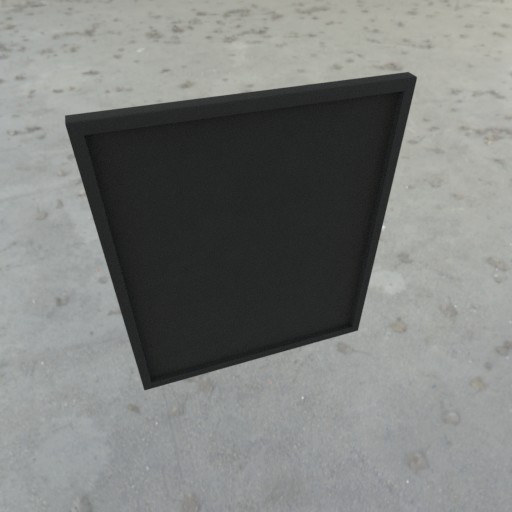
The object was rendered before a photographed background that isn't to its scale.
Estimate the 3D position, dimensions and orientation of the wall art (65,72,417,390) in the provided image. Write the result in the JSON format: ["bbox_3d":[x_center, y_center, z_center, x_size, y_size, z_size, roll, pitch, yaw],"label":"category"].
[{"bbox_3d":[0.000,0.000,0.693,0.432,0.508,0.021,-12,43,-14],"label":"wall art"}]
